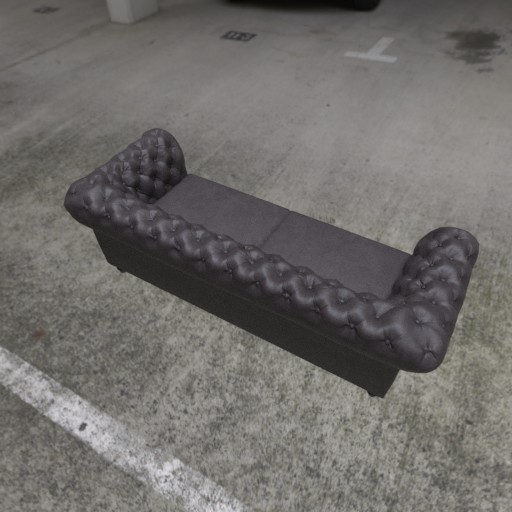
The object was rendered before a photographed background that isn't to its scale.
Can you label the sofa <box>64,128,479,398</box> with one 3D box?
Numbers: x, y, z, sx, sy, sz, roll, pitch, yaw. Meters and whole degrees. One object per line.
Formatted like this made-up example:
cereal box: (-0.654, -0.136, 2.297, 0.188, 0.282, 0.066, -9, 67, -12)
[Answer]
sofa: (0.000, 0.000, 2.816, 2.385, 0.783, 0.944, 23, 50, 20)
